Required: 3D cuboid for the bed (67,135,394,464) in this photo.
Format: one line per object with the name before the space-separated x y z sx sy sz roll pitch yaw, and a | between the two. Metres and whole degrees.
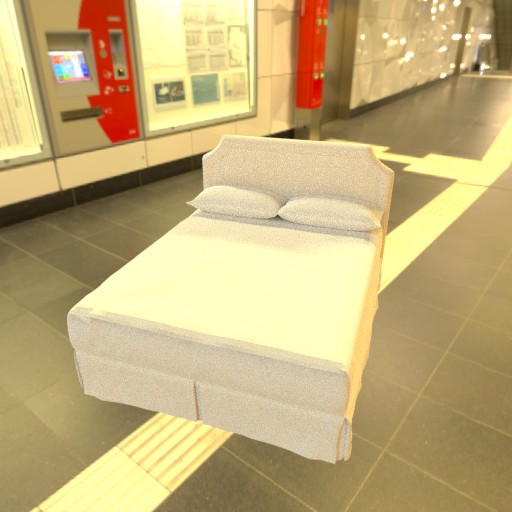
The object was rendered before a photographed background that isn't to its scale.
bed | 0.000 0.000 3.868 2.134 1.524 2.548 9 28 17
